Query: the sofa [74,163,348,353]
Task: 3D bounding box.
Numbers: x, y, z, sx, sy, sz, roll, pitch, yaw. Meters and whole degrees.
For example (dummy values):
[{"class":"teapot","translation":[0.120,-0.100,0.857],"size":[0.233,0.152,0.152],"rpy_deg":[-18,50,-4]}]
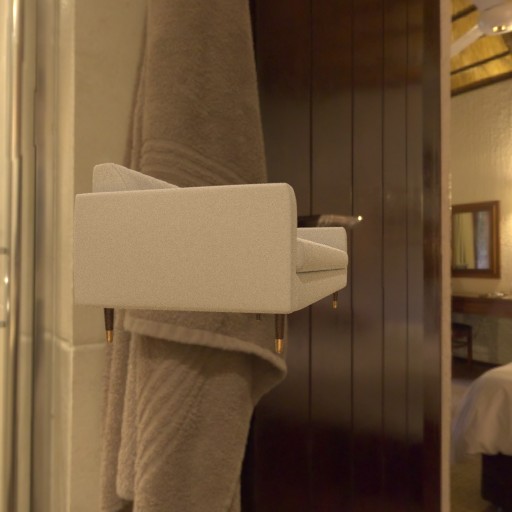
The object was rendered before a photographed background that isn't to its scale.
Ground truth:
[{"class":"sofa","translation":[0.000,0.000,2.831],"size":[0.990,0.821,2.291],"rpy_deg":[0,-1,17]}]
